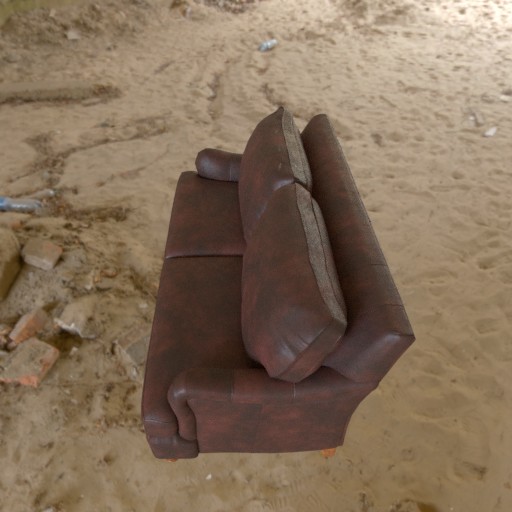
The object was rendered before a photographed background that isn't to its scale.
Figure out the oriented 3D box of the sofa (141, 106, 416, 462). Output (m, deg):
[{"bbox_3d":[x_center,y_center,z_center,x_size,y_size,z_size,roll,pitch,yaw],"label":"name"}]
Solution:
[{"bbox_3d":[0.000,0.000,2.716,1.147,1.071,2.144,-2,41,-2],"label":"sofa"}]
